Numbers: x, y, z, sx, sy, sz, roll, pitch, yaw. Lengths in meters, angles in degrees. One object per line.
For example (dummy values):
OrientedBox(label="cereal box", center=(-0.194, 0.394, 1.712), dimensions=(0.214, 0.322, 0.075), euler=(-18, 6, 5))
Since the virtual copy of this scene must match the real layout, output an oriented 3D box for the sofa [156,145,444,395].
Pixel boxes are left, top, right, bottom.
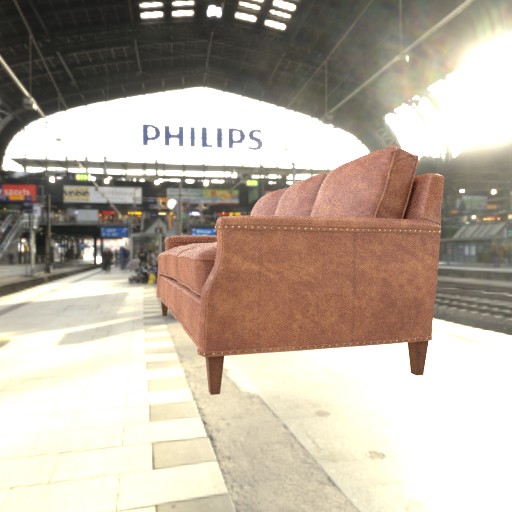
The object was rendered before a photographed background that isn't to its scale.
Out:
OrientedBox(label="sofa", center=(0.000, 0.000, 2.794), dimensions=(1.084, 1.003, 2.246), euler=(0, 1, -17))
